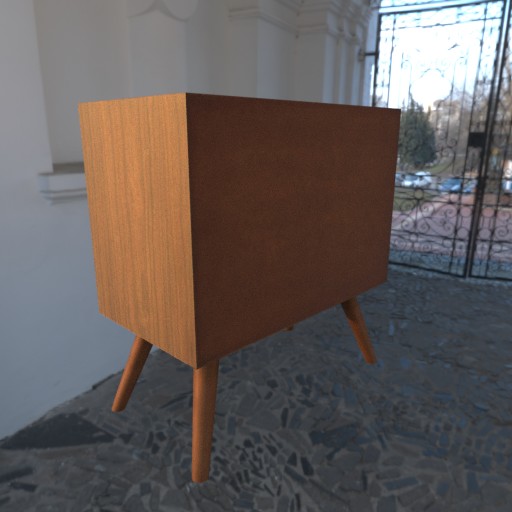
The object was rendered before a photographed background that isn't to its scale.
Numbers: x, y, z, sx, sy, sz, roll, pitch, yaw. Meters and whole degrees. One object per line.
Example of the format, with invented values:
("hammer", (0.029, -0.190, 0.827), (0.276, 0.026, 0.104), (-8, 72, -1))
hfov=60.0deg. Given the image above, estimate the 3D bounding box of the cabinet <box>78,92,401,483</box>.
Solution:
("cabinet", (0.000, 0.000, 1.168), (0.388, 0.748, 0.712), (15, 21, 43))
